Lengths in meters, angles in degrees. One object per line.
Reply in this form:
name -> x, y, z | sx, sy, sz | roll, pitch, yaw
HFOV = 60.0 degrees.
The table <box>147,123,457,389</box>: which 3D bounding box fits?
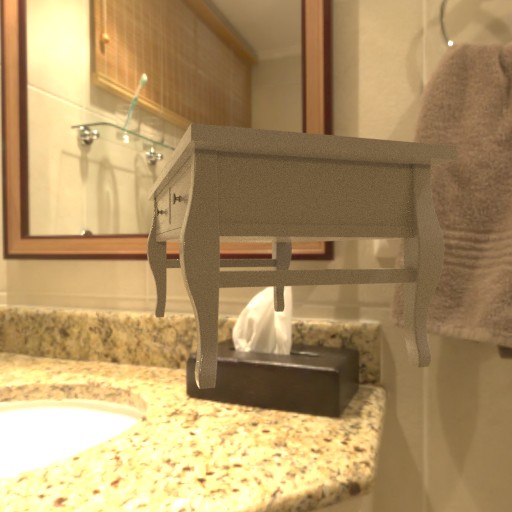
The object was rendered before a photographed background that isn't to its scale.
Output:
table -> 0.000, 0.000, 1.390 | 0.600, 0.495, 1.062 | 0, 1, -18
